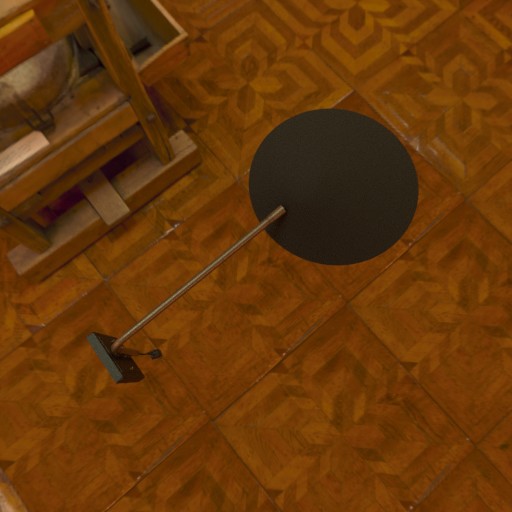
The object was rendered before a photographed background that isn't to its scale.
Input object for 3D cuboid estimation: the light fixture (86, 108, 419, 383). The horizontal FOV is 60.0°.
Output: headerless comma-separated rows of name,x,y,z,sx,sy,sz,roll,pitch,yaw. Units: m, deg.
light fixture,0.000,0.000,0.683,0.516,0.312,0.240,-37,78,-9
